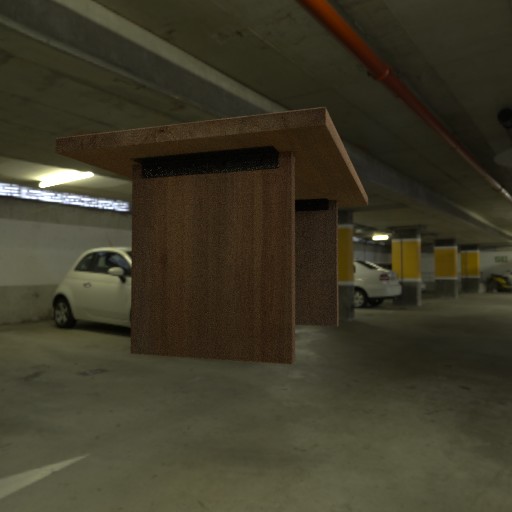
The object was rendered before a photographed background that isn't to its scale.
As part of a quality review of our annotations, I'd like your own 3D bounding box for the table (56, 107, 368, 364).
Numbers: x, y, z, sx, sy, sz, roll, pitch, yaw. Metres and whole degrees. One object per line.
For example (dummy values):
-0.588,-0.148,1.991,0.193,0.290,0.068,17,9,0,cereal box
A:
0.000,0.000,2.152,0.946,0.780,1.609,-1,-2,18,table
